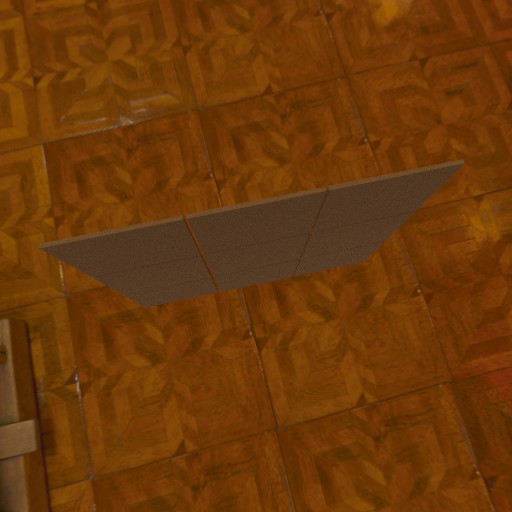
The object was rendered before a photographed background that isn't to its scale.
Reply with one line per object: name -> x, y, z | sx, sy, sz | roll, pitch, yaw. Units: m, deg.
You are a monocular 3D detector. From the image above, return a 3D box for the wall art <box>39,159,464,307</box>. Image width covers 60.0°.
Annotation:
wall art -> 0.000, 0.000, 1.827 | 1.216, 1.216, 0.013 | -12, 76, -3
